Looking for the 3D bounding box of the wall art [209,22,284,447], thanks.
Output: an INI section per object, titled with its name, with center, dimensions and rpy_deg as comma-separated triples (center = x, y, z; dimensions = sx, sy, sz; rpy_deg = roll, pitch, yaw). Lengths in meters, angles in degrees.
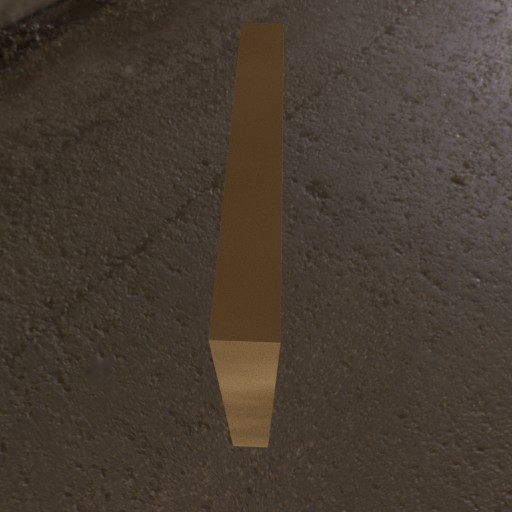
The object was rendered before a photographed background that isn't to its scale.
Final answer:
[wall art]
center = 0.000, 0.000, 0.444
dimensions = 0.038, 0.303, 0.305
rpy_deg = 2, 57, 1
